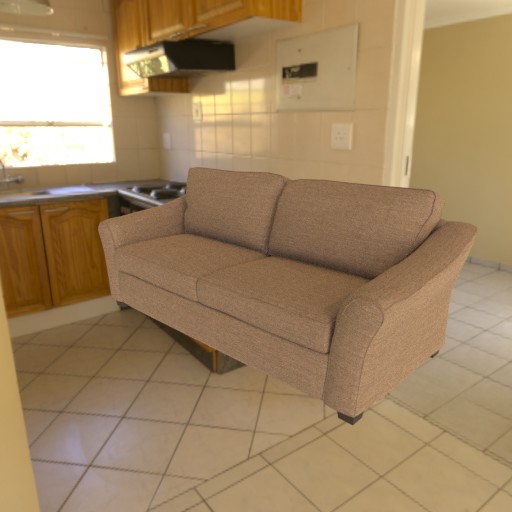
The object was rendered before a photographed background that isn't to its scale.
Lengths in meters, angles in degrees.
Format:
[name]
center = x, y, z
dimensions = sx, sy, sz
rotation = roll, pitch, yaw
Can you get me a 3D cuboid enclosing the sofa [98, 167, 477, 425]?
[sofa]
center = 0.000, 0.000, 2.757
dimensions = 2.270, 0.965, 0.980
rotation = 15, 22, 41
